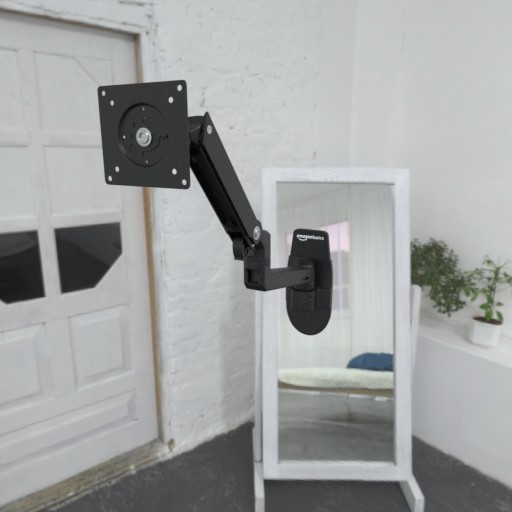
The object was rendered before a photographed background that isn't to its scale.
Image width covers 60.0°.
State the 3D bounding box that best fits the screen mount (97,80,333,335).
[{"bbox_3d":[0.000,0.000,0.708,0.115,0.466,0.495,8,16,27],"label":"screen mount"}]
